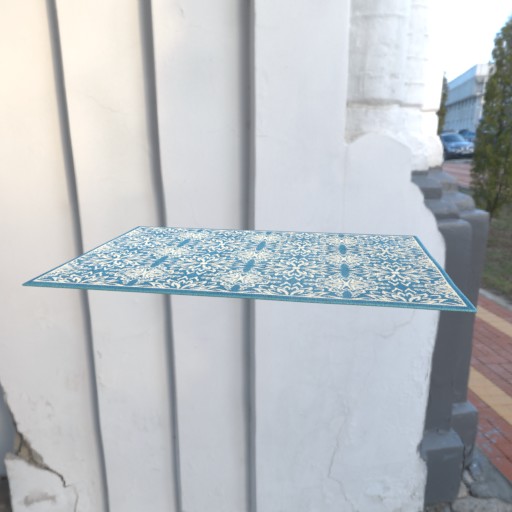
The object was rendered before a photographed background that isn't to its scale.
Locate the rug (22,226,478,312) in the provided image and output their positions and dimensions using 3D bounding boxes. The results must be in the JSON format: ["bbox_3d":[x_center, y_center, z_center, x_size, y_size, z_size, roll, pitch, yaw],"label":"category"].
[{"bbox_3d":[0.000,0.000,3.517,2.769,0.018,1.830,3,16,9],"label":"rug"}]
